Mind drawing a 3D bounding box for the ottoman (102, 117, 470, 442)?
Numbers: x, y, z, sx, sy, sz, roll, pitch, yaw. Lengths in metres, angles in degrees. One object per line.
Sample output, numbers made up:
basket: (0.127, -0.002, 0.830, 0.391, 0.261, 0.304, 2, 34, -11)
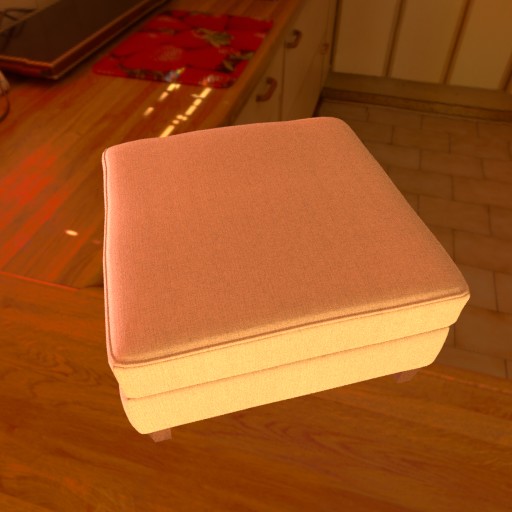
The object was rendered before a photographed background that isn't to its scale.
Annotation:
ottoman: (0.000, 0.000, 1.348, 0.838, 0.503, 0.838, -10, 47, -10)
